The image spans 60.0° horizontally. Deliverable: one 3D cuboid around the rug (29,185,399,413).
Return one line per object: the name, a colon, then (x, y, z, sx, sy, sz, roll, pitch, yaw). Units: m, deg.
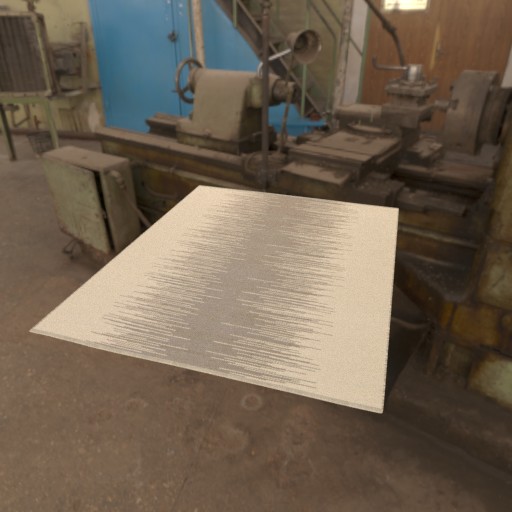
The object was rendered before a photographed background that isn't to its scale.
rug: (0.000, 0.000, 4.091, 2.453, 0.010, 3.037, 9, 31, 15)
